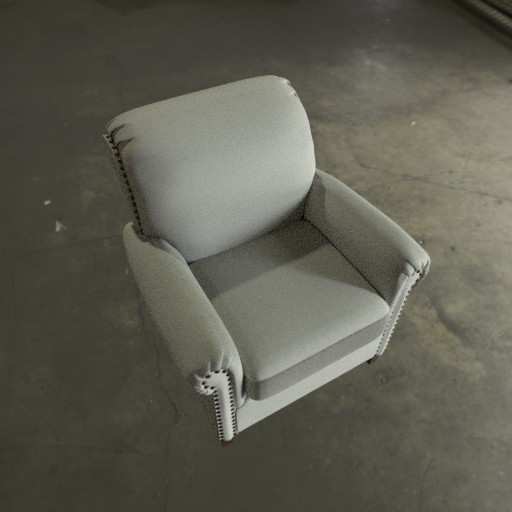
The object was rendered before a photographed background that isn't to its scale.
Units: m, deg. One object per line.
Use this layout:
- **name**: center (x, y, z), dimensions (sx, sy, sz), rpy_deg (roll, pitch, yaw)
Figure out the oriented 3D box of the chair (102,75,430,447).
- **chair**: center (0.000, 0.000, 1.581), dimensions (0.854, 0.927, 0.890), rpy_deg (-23, 51, -20)
